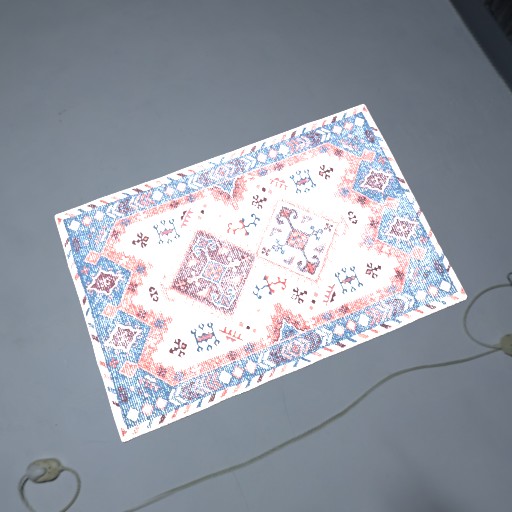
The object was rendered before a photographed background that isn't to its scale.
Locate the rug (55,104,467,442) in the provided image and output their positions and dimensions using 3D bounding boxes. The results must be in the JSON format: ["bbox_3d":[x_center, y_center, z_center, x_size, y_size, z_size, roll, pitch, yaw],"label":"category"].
[{"bbox_3d":[0.000,0.000,2.308,1.840,0.015,1.225,-21,76,-6],"label":"rug"}]
